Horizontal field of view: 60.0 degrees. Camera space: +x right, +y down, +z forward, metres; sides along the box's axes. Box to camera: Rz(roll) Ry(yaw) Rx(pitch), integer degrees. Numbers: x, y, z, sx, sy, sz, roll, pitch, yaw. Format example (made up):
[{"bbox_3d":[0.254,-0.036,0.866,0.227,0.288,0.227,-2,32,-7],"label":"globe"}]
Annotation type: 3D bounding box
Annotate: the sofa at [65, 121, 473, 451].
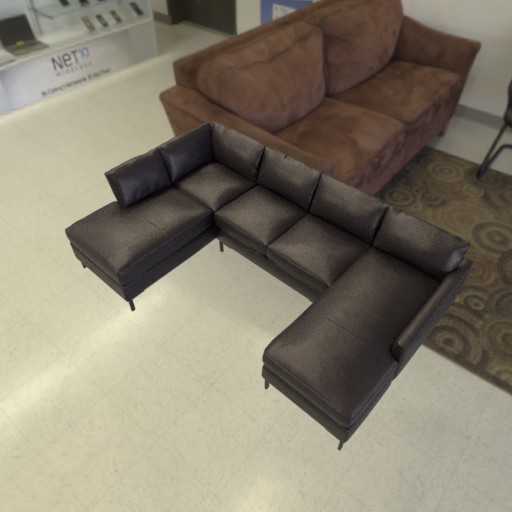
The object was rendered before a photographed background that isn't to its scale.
[{"bbox_3d":[0.000,0.000,3.843,2.956,0.900,1.939,33,54,28],"label":"sofa"}]
